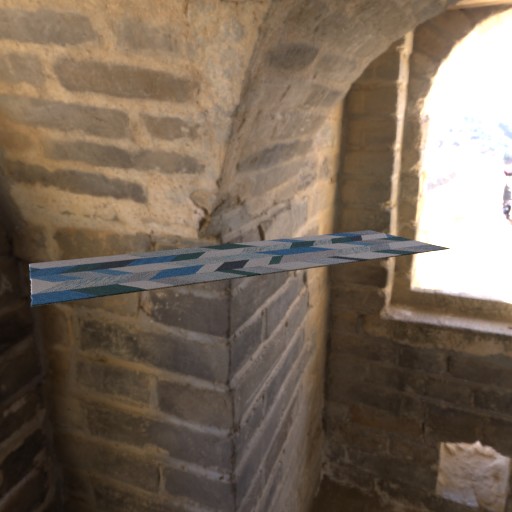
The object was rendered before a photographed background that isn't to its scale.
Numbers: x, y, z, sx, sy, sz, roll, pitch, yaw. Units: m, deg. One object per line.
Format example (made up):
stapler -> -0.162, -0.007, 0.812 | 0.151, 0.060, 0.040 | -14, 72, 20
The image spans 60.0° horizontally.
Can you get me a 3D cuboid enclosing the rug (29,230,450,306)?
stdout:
rug -> 0.000, 0.000, 2.664 | 2.437, 0.008, 0.774 | -7, 15, -26
